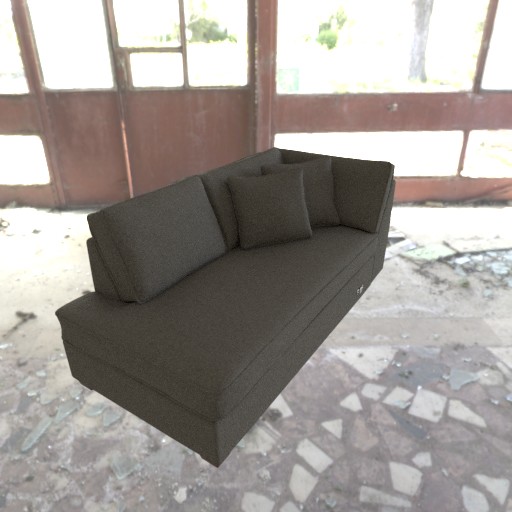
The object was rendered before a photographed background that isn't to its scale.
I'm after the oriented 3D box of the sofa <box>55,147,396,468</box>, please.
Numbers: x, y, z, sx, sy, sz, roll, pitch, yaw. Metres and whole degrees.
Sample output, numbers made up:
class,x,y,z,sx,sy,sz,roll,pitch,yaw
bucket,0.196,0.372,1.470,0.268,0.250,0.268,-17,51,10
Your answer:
class,x,y,z,sx,sy,sz,roll,pitch,yaw
sofa,0.000,0.000,2.858,1.110,1.033,2.237,17,32,29
